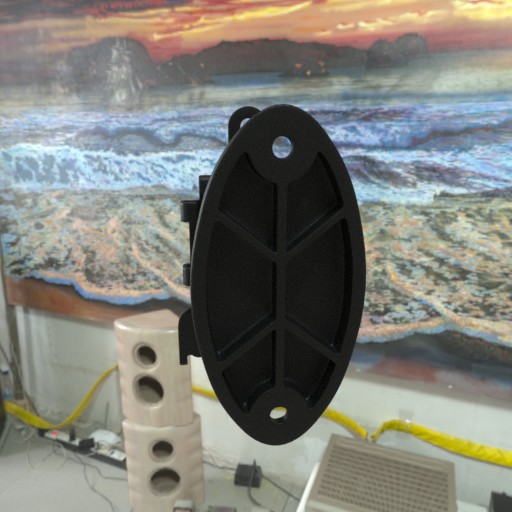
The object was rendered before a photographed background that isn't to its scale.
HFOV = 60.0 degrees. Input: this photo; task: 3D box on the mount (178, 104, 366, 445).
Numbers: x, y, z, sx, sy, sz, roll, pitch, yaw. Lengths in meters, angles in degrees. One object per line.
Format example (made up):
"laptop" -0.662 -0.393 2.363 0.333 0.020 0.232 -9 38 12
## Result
"mount" 0.000 0.000 0.178 0.066 0.118 0.100 -2 14 -8
